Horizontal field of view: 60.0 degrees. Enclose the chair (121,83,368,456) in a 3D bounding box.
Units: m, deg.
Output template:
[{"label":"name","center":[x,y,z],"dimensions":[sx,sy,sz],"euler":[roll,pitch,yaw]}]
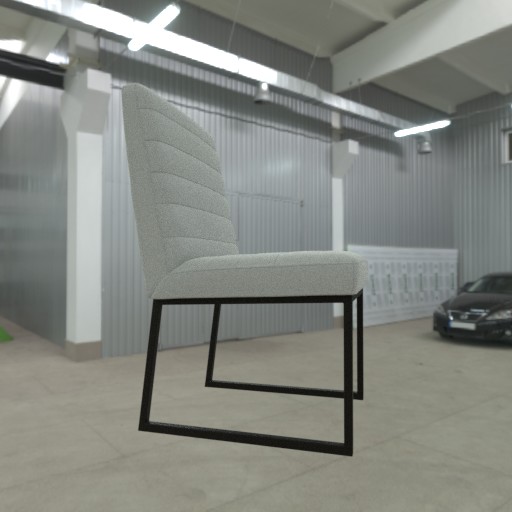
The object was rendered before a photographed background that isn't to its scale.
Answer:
[{"label":"chair","center":[0.000,0.000,1.327],"dimensions":[0.634,0.930,0.520],"euler":[0,-1,17]}]
